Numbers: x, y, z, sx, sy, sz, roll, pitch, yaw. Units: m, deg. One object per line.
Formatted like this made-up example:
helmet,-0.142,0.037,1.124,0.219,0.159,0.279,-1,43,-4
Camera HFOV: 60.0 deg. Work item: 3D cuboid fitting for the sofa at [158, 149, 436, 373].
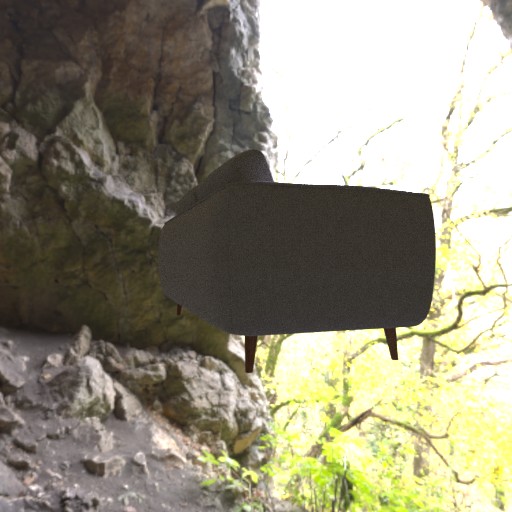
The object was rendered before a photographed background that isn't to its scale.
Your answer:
sofa,0.000,0.000,2.513,0.920,0.850,2.000,0,0,-18
